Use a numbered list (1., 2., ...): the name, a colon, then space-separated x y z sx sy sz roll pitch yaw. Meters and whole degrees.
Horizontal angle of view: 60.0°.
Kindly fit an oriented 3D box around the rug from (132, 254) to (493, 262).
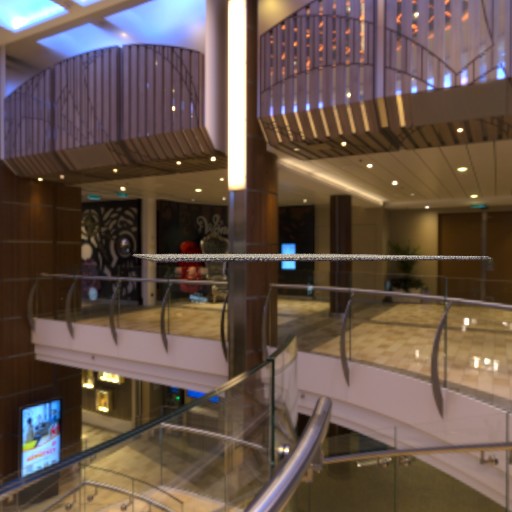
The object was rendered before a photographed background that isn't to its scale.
1. rug: 0.000 0.000 2.990 1.538 0.021 2.443 0 1 -17
